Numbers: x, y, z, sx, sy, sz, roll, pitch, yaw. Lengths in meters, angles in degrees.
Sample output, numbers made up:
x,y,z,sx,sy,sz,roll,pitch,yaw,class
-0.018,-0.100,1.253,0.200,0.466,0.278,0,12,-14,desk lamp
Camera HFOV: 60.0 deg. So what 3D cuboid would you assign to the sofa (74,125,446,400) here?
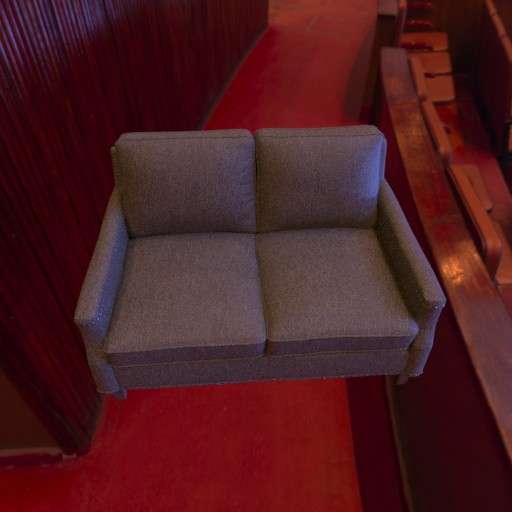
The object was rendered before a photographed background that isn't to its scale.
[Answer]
x,y,z,sx,sy,sz,roll,pitch,yaw,class
0.000,0.000,2.285,1.597,1.003,1.084,-3,44,-3,sofa
